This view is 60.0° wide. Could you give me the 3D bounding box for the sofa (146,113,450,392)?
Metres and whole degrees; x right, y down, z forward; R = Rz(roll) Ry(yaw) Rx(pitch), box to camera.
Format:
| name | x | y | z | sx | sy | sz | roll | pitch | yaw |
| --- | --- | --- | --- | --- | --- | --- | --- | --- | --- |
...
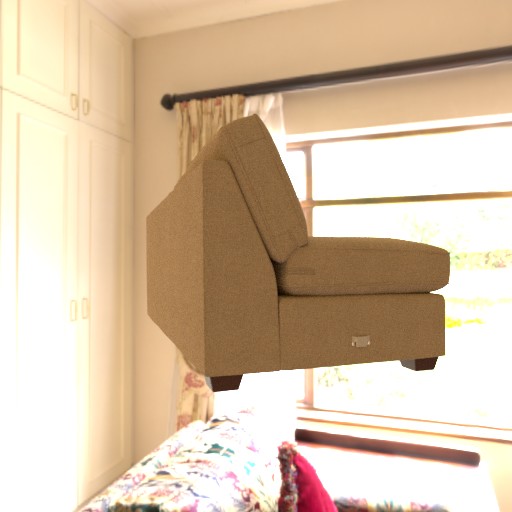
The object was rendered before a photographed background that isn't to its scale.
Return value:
| name | x | y | z | sx | sy | sz | roll | pitch | yaw |
| --- | --- | --- | --- | --- | --- | --- | --- | --- | --- |
| sofa | 0.000 | 0.000 | 2.714 | 1.127 | 1.036 | 2.092 | 0 | -1 | -19 |
